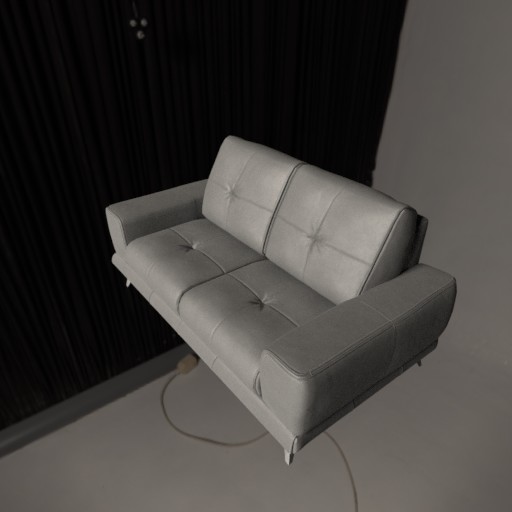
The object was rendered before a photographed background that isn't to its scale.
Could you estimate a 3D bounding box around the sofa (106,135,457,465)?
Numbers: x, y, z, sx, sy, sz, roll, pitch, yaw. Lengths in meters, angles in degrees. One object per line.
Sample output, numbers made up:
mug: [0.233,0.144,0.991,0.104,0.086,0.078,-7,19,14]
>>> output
sofa: [0.000,0.000,2.398,1.018,0.907,1.806,-22,38,-31]
